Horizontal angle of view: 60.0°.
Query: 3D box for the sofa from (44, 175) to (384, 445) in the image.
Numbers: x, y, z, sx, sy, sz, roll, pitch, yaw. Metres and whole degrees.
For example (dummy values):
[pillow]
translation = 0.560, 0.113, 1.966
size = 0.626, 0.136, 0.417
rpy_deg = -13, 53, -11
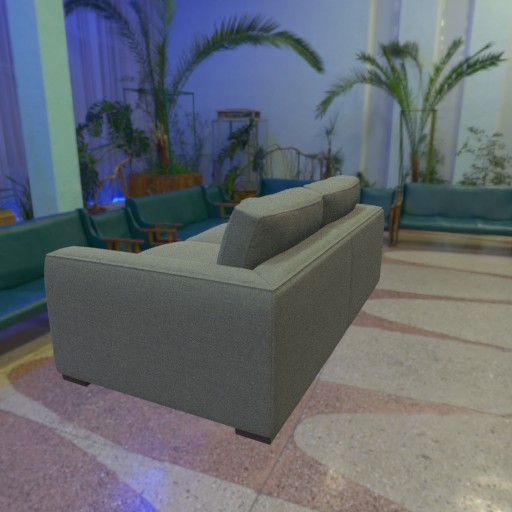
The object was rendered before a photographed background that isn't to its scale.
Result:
[sofa]
translation = 0.000, 0.000, 2.439
size = 1.069, 0.800, 1.920
rpy_deg = 7, 17, 25
